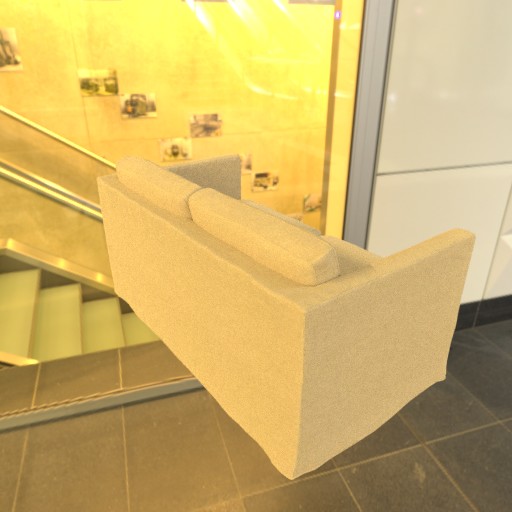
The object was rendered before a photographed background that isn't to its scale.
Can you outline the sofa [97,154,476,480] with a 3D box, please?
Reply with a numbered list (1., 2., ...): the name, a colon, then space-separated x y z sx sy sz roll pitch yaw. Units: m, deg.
1. sofa: 0.000 0.000 2.213 0.962 0.835 1.719 -18 32 -33
